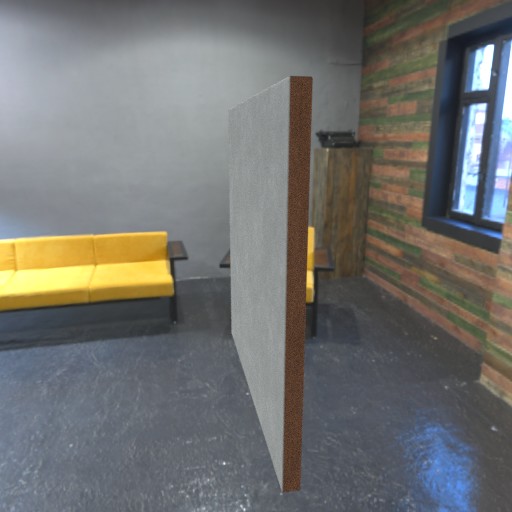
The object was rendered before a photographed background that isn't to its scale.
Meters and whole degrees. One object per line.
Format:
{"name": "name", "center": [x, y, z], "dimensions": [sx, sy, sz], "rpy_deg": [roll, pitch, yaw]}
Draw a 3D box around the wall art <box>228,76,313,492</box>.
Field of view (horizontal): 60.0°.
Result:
{"name": "wall art", "center": [0.000, 0.000, 0.452], "dimensions": [0.015, 0.303, 0.303], "rpy_deg": [-3, 15, -10]}
